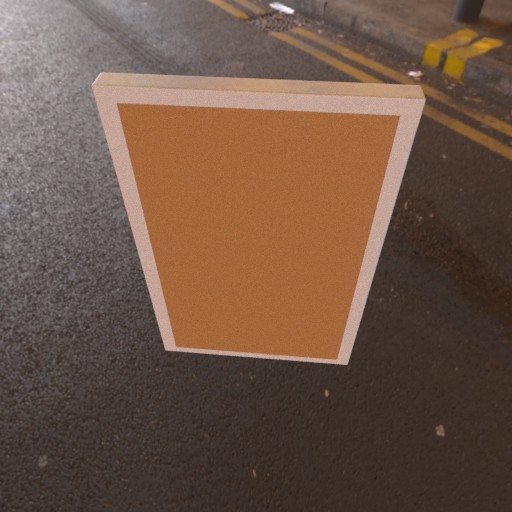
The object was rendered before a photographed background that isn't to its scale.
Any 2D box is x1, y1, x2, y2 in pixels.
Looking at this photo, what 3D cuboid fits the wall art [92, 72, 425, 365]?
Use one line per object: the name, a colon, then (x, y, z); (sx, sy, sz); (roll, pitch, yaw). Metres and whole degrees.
wall art: (0.000, 0.000, 0.761); (0.401, 0.610, 0.038); (4, 47, 4)
